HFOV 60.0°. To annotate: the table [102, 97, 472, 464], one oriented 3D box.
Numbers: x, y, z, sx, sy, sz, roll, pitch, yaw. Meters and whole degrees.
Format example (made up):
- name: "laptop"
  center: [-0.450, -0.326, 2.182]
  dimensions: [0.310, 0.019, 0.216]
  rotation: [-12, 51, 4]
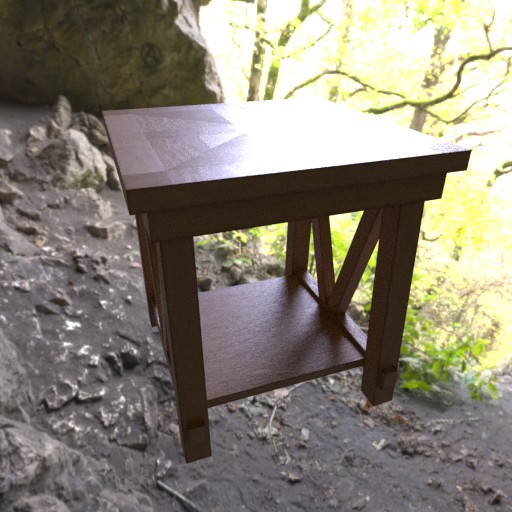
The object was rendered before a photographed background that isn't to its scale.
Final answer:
- name: "table"
  center: [0.000, 0.000, 1.116]
  dimensions: [0.610, 0.638, 0.612]
  rotation: [-10, 30, -17]
